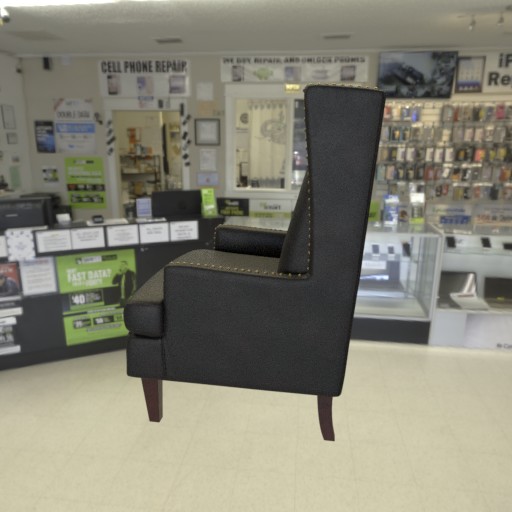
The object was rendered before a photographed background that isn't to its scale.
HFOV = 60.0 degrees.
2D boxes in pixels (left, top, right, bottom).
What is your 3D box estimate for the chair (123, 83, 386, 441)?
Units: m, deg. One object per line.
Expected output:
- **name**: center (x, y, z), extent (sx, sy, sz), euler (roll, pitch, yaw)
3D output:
- **chair**: center (0.000, 0.000, 1.665), extent (0.799, 1.142, 0.703), euler (2, 15, 9)
